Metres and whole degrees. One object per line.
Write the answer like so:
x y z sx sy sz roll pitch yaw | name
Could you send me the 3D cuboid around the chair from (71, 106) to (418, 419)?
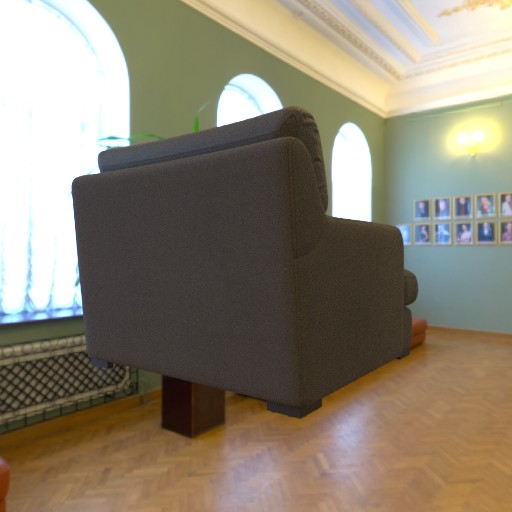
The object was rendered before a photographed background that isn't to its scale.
0.000 0.000 1.961 1.168 0.940 1.143 0 0 37 | chair
